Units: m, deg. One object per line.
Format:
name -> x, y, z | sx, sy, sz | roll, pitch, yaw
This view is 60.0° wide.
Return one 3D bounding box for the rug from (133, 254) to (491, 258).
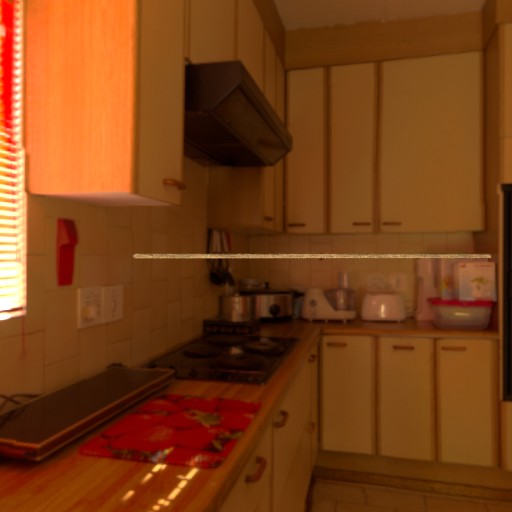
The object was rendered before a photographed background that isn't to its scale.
rug -> 0.000, 0.000, 2.270 | 1.208, 0.012, 1.819 | 0, 0, -16
